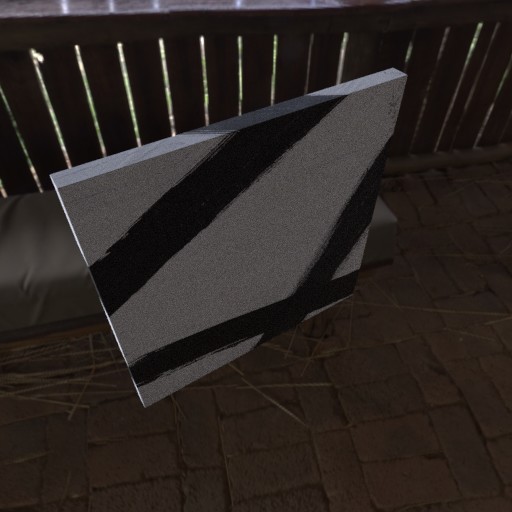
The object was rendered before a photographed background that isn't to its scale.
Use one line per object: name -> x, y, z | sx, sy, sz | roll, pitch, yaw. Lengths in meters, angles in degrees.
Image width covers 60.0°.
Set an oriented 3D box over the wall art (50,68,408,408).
wall art -> 0.000, 0.000, 1.124 | 0.765, 0.765, 0.046 | -24, 51, -22
